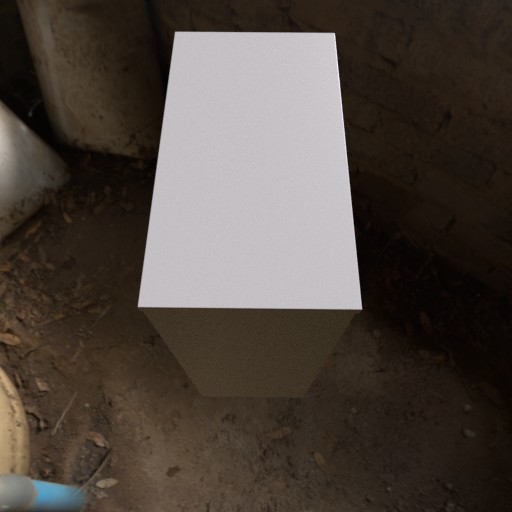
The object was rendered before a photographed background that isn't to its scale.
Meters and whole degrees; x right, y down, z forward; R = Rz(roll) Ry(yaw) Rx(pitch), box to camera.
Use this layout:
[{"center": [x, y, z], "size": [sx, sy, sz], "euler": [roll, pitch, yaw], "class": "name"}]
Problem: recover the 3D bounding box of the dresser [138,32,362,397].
[{"center": [0.000, 0.000, 1.375], "size": [0.401, 1.021, 0.704], "euler": [1, 64, 0], "class": "dresser"}]
